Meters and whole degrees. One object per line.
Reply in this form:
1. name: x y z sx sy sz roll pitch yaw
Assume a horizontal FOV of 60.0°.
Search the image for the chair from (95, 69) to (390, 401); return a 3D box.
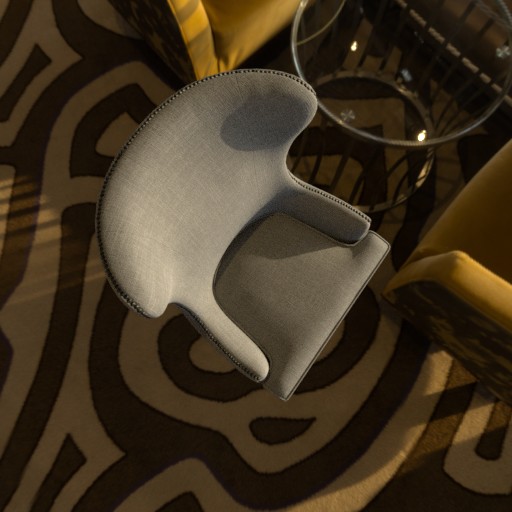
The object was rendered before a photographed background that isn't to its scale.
1. chair: 0.000 0.000 1.820 0.883 1.176 0.864 35 79 8
